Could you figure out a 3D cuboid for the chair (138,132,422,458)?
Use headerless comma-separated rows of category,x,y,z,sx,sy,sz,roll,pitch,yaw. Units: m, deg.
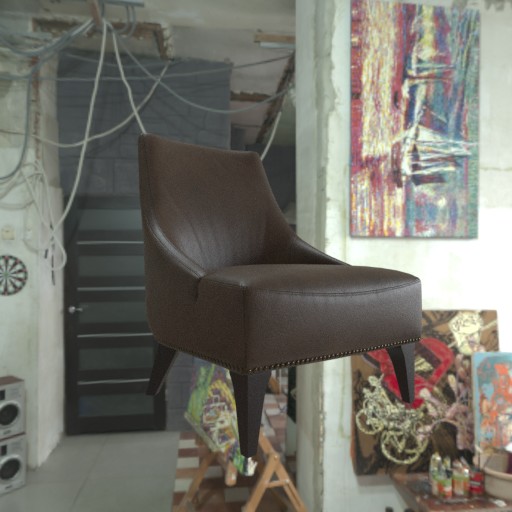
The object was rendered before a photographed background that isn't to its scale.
chair,0.000,0.000,1.499,0.701,0.909,0.861,0,0,-37
